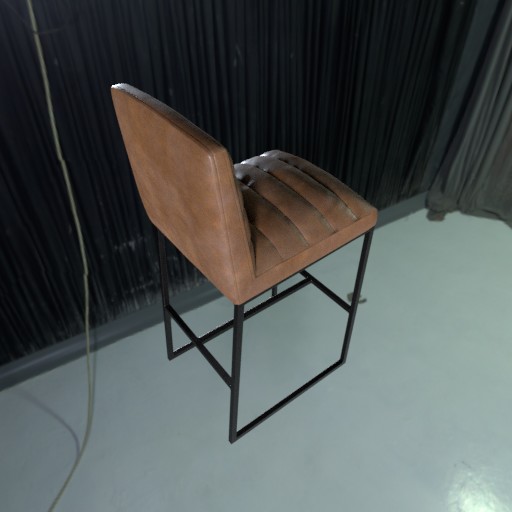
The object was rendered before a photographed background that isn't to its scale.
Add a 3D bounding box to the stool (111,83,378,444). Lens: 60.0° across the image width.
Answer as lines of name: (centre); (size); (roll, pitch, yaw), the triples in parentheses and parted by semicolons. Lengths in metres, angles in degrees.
stool: (0.000, 0.000, 1.379); (0.562, 1.065, 0.463); (-26, 47, -28)
